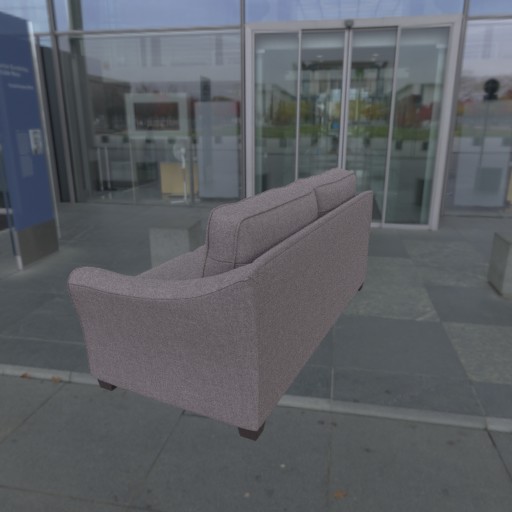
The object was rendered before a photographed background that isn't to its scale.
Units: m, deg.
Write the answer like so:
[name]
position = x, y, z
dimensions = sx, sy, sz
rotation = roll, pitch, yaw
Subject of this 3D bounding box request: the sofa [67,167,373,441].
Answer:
[sofa]
position = 0.000, 0.000, 2.820
dimensions = 1.013, 0.976, 2.203
rotation = 8, 19, 24
